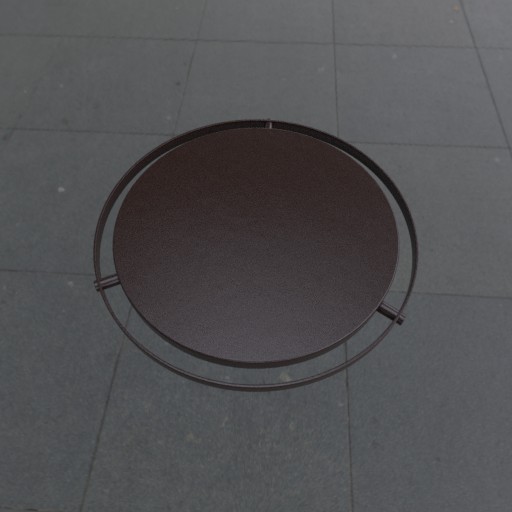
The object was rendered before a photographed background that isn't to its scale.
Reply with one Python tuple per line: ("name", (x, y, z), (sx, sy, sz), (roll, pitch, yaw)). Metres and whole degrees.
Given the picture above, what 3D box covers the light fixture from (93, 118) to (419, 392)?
("light fixture", (0.000, 0.000, 0.551), (0.361, 0.130, 0.361), (0, 58, 0))
